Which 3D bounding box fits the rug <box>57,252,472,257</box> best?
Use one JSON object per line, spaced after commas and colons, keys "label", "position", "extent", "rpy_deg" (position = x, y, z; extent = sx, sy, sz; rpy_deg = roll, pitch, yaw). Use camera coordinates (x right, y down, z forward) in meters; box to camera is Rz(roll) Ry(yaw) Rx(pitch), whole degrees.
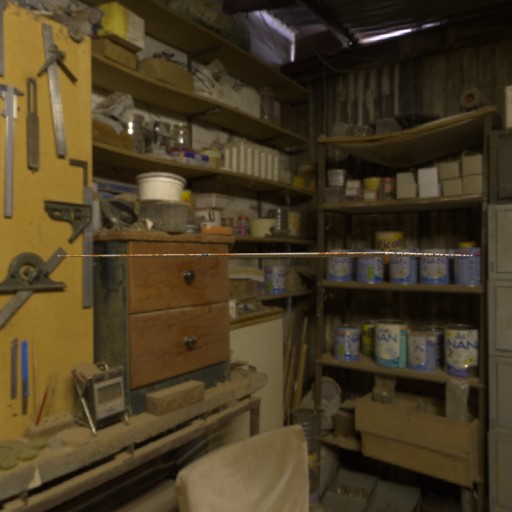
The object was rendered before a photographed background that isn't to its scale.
{"label": "rug", "position": [0.000, 0.000, 3.039], "extent": [2.428, 0.010, 1.533], "rpy_deg": [0, -1, 37]}
